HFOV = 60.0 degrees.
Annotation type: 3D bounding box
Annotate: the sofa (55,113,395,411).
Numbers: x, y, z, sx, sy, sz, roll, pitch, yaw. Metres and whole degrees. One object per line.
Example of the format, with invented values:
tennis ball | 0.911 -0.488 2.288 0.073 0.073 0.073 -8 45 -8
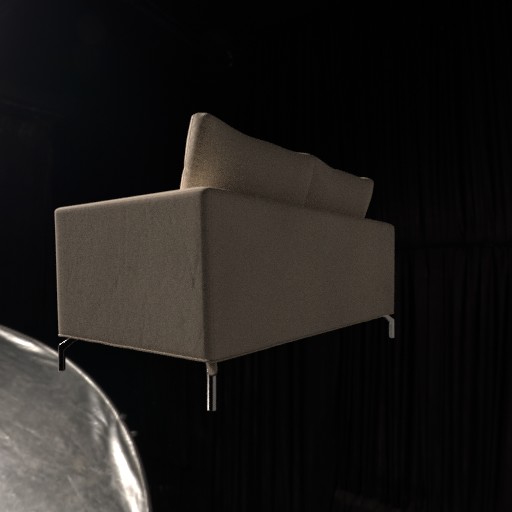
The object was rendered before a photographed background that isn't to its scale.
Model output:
sofa | 0.000 0.000 2.333 0.906 0.995 1.739 -1 -1 36
